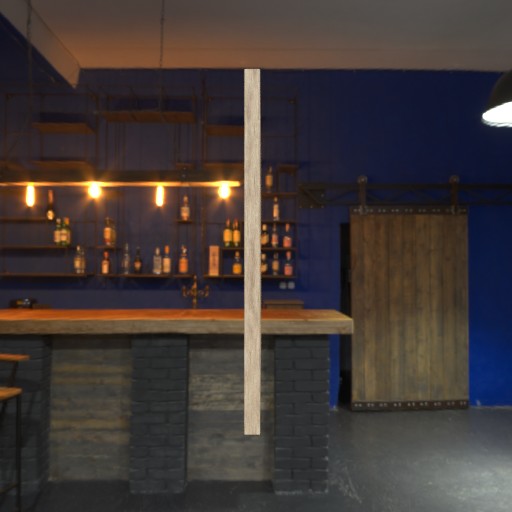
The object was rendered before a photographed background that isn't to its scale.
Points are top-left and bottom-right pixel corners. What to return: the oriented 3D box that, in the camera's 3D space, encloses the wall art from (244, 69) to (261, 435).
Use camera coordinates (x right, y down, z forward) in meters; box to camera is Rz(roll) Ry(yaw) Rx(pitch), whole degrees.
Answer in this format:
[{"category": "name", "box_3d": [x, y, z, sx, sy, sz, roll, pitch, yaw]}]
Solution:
[{"category": "wall art", "box_3d": [0.000, 0.000, 0.969, 0.021, 0.480, 0.780, 0, -1, 1]}]
